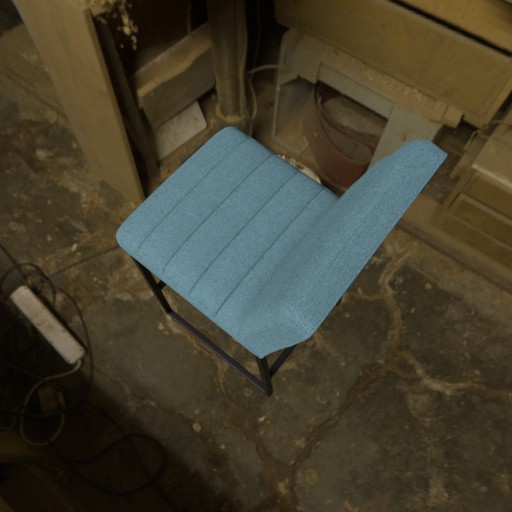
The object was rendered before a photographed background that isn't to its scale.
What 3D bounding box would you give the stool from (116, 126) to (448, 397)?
[{"bbox_3d":[0.000,0.000,1.223,0.560,0.940,0.460,36,70,15],"label":"stool"}]
